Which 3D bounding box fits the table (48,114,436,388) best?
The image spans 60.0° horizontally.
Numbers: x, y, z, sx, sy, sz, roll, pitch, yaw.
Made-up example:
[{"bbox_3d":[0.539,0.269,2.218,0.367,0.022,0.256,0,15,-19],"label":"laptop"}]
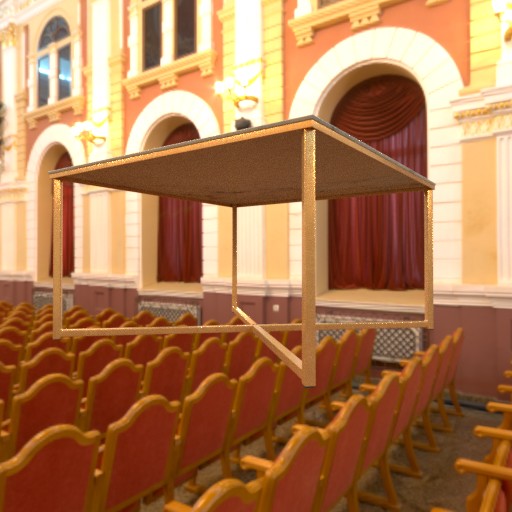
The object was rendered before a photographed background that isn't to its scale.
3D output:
[{"bbox_3d":[0.000,0.000,1.278,0.800,0.450,0.800,0,-1,36],"label":"table"}]
